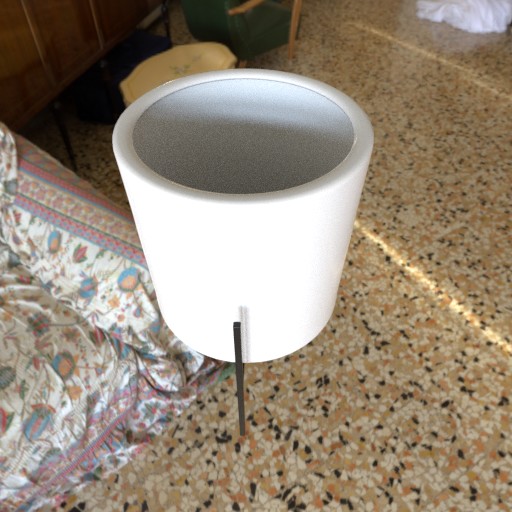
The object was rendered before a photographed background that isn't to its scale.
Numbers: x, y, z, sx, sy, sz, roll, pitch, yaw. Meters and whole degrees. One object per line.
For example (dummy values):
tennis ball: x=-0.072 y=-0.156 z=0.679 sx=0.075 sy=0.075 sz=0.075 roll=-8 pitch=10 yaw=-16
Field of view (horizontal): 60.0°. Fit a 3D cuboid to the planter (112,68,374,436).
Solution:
planter: x=0.000 y=0.000 z=0.639 sx=0.308 sy=0.431 sz=0.307 roll=-17 pitch=49 yaw=-15
